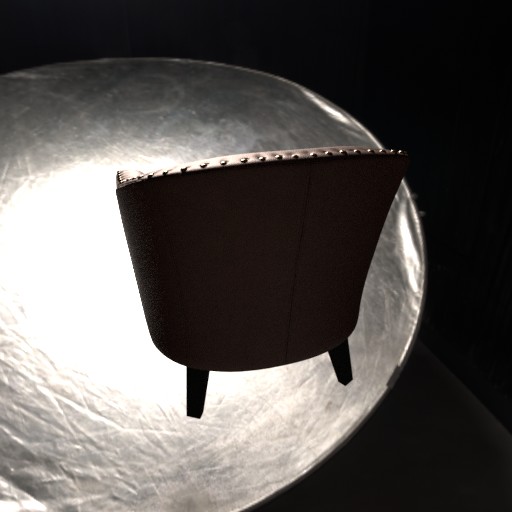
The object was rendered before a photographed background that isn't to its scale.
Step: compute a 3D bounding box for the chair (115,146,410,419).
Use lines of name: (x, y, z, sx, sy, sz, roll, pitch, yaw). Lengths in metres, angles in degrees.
chair: (0.000, 0.000, 1.411, 0.794, 0.823, 0.748, -8, 28, -15)
